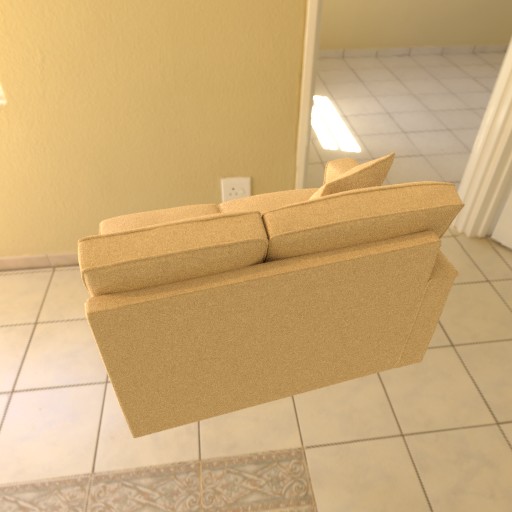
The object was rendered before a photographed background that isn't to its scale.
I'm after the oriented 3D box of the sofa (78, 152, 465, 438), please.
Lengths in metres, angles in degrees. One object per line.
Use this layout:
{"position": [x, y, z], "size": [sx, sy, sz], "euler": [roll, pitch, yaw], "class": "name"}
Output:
{"position": [0.000, 0.000, 2.023], "size": [1.388, 0.989, 0.991], "euler": [-11, 42, -12], "class": "sofa"}
